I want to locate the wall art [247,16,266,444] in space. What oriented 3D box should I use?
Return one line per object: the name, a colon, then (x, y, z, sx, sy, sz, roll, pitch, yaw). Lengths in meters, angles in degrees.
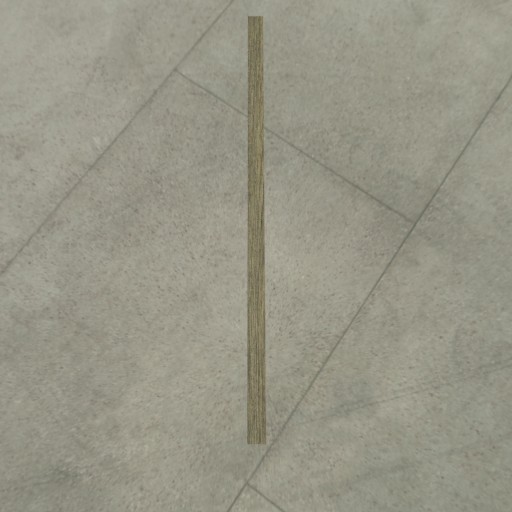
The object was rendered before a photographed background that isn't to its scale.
wall art: (0.000, 0.000, 0.753, 0.019, 0.508, 0.508, 0, 77, 0)
